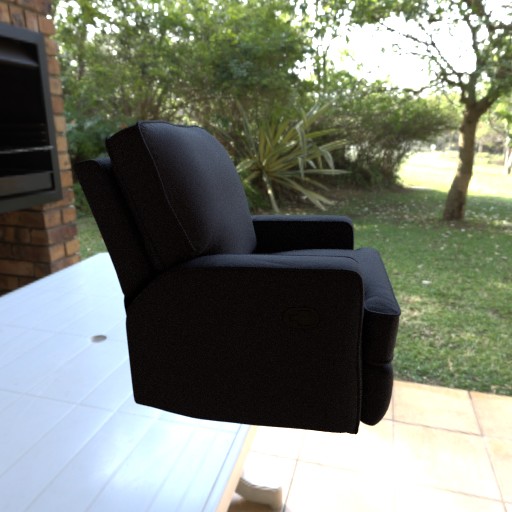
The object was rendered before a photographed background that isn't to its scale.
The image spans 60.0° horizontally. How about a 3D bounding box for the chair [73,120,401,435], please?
[{"bbox_3d":[0.000,0.000,1.656,0.964,0.962,0.861,3,16,9],"label":"chair"}]
